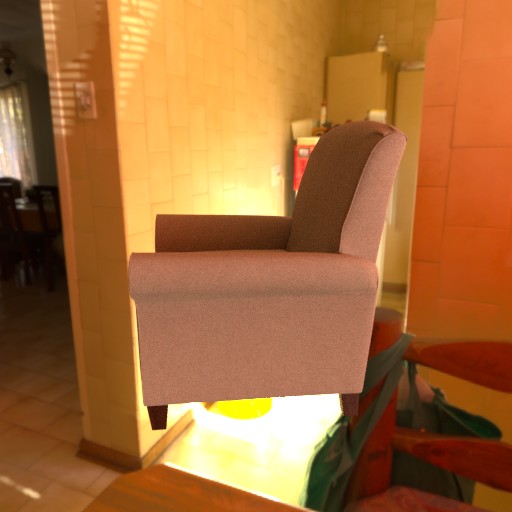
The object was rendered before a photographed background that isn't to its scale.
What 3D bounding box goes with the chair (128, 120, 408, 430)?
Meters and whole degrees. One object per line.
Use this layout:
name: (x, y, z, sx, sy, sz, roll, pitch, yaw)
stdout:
chair: (0.000, 0.000, 1.811, 0.905, 1.061, 0.978, -2, 14, -7)
